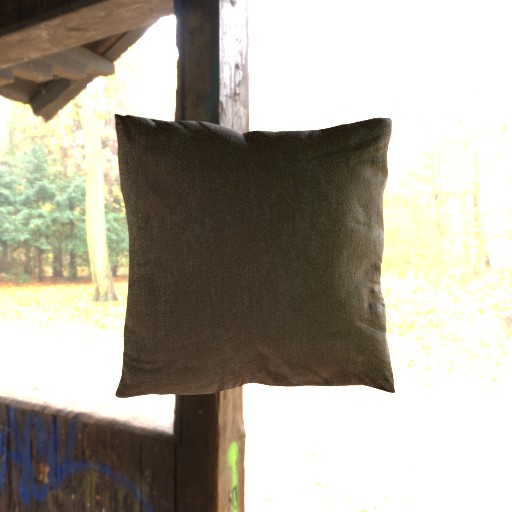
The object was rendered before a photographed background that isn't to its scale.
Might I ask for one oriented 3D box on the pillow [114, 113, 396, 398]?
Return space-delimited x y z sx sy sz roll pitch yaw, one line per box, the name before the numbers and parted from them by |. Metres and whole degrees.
pillow | 0.000 0.000 0.714 0.450 0.448 0.245 0 1 -2
